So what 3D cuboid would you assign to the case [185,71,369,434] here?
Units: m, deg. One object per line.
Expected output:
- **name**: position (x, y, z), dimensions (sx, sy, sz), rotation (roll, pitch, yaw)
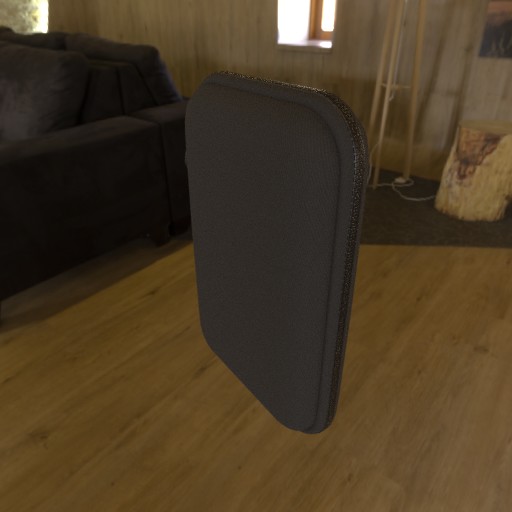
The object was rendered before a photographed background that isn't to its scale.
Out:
- **case**: position (0.000, 0.000, 0.196), dimensions (0.030, 0.147, 0.107), rotation (-19, 35, -30)
